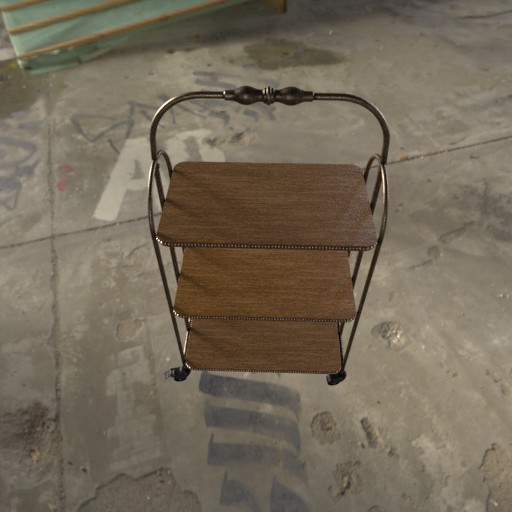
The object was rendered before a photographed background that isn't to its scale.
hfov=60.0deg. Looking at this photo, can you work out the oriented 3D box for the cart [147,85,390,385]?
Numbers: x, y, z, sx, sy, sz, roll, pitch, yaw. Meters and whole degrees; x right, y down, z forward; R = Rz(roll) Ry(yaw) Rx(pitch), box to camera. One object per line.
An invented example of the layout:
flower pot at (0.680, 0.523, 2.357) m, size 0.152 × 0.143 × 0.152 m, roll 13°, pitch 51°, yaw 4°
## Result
cart at (0.000, 0.000, 1.320) m, size 0.650 × 1.052 × 0.330 m, roll 1°, pitch 47°, yaw 1°
